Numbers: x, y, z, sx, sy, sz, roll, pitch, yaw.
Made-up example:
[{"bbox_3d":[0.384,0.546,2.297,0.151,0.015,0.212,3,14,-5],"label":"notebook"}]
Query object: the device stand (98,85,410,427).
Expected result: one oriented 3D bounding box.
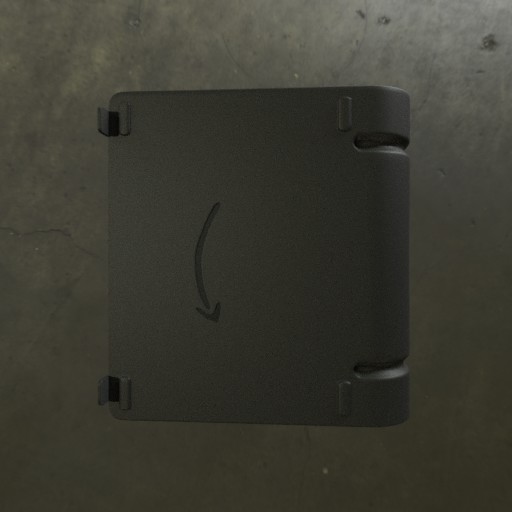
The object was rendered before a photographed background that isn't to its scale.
[{"bbox_3d":[0.000,0.000,0.387,0.236,0.155,0.256,0,90,1],"label":"device stand"}]
